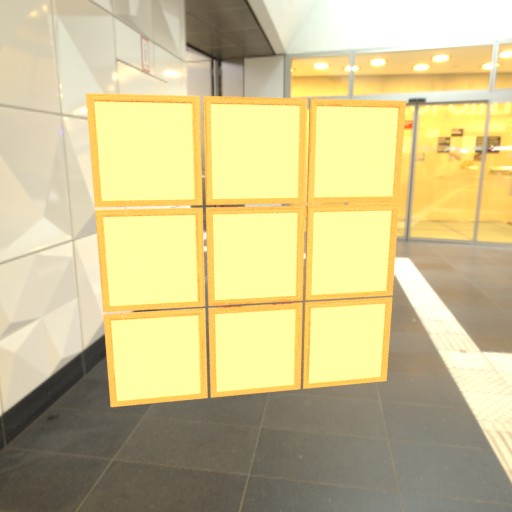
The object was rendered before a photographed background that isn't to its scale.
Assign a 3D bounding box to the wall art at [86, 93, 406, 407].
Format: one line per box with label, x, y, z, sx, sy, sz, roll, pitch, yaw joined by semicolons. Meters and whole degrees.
wall art;0.000;0.000;1.797;1.214;1.219;0.013;-2;13;-10
